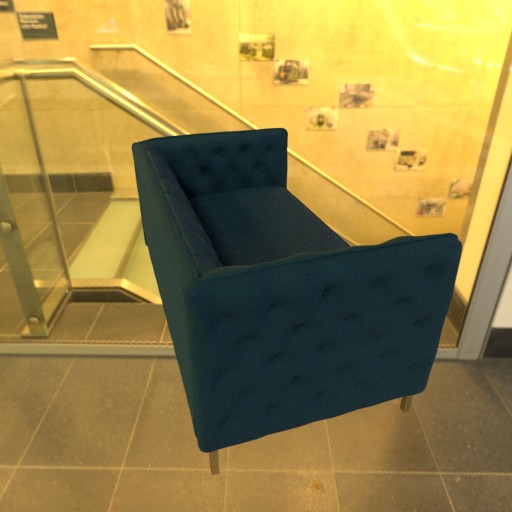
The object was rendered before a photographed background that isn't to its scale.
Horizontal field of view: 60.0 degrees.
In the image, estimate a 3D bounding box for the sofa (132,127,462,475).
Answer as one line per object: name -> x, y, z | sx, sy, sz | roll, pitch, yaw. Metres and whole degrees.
sofa -> 0.000, 0.000, 2.069 | 0.909, 0.810, 1.583 | -10, 31, -16
